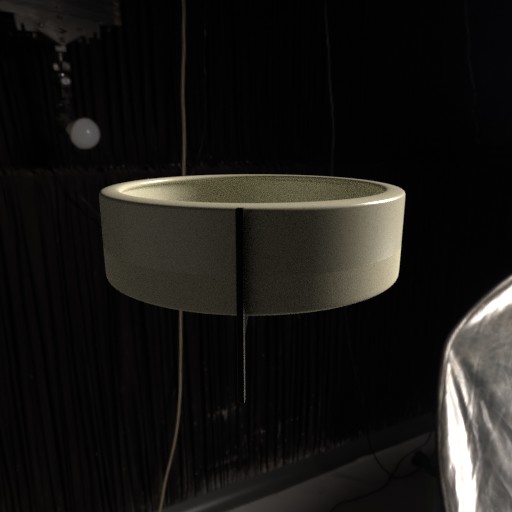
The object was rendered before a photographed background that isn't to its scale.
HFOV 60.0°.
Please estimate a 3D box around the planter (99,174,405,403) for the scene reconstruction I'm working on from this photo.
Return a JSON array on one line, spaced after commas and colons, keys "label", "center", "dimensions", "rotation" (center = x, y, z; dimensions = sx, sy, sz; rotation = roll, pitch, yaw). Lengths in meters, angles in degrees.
[{"label": "planter", "center": [0.000, 0.000, 0.534], "dimensions": [0.345, 0.171, 0.336], "rotation": [-7, 16, -26]}]
